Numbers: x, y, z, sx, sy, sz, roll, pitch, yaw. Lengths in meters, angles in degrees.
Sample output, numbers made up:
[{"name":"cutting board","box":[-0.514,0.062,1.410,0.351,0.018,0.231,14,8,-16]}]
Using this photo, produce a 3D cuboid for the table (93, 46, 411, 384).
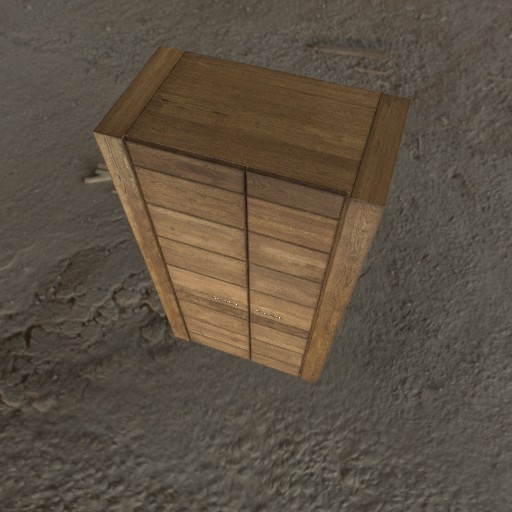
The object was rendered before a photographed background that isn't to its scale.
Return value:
[{"name":"table","box":[0.000,0.000,2.547,1.100,2.000,0.600,16,59,10]}]
